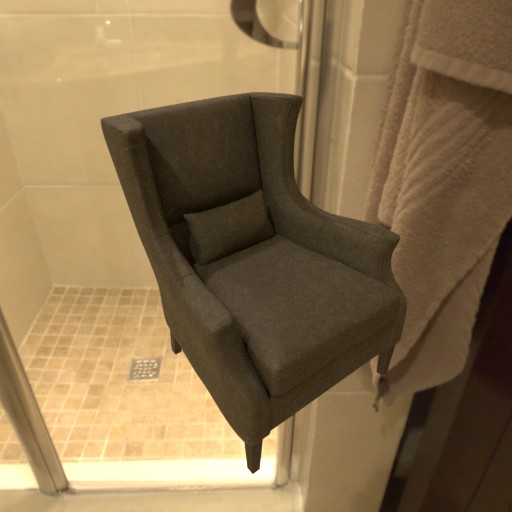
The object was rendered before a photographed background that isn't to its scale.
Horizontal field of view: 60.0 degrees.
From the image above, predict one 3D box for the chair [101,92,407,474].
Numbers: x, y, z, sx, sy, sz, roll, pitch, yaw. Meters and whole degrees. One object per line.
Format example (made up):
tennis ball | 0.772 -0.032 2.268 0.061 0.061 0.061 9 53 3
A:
chair | 0.000 0.000 1.680 0.853 1.016 0.926 -23 39 -32
